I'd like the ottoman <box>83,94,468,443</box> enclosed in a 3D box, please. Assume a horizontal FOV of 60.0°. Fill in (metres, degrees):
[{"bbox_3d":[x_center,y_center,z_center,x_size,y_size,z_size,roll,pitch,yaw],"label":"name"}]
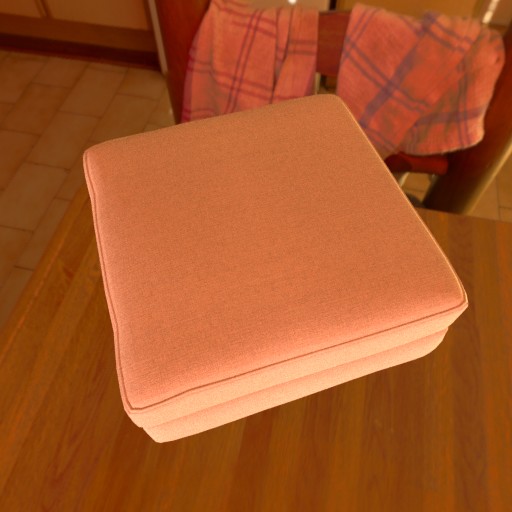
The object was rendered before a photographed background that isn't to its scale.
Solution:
[{"bbox_3d":[0.000,0.000,1.339,0.838,0.503,0.838,-16,59,-10],"label":"ottoman"}]
